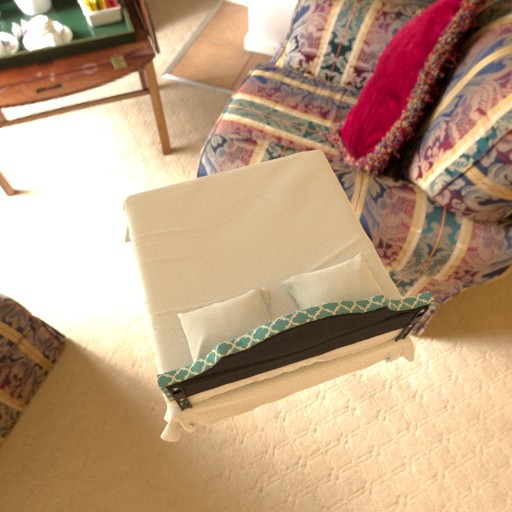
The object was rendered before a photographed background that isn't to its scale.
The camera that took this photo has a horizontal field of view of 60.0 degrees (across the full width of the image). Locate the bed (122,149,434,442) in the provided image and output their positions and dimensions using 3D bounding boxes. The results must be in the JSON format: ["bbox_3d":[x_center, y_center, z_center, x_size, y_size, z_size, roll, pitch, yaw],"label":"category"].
[{"bbox_3d":[0.000,0.000,3.782,2.314,1.601,2.222,-15,60,-9],"label":"bed"}]
